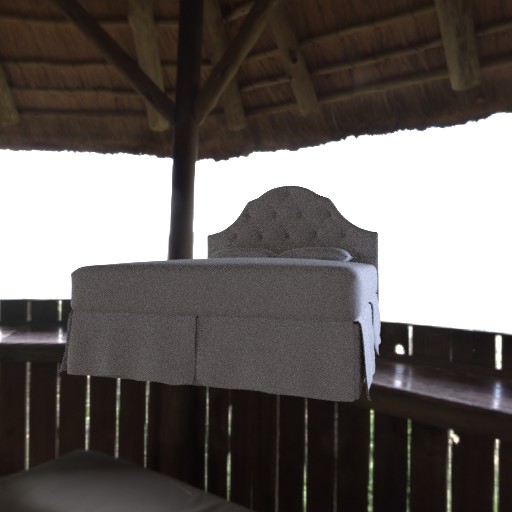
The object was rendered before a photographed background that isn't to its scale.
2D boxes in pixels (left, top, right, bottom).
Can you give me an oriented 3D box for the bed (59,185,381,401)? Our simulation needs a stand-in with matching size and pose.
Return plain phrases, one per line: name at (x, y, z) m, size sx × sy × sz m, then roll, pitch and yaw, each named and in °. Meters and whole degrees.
bed at (0.000, 0.000, 3.822) m, size 2.039 × 1.617 × 2.477 m, roll 0°, pitch -1°, yaw 17°
